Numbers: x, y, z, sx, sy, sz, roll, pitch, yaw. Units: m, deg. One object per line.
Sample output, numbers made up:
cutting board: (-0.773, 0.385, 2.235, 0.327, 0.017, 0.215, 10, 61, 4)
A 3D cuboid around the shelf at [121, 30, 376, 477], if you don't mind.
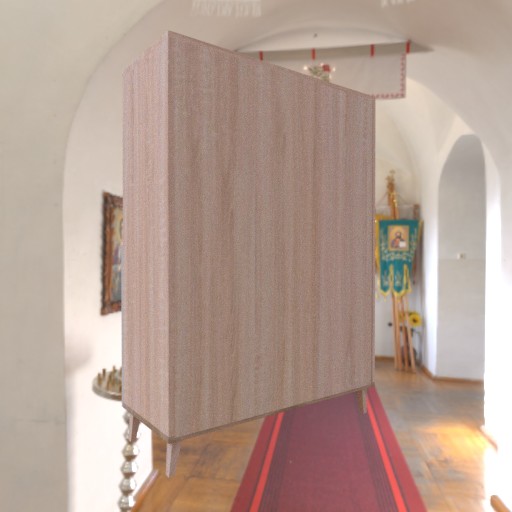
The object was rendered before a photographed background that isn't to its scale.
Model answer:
shelf: (0.000, 0.000, 1.842, 0.995, 1.405, 0.434, 0, 1, -37)
